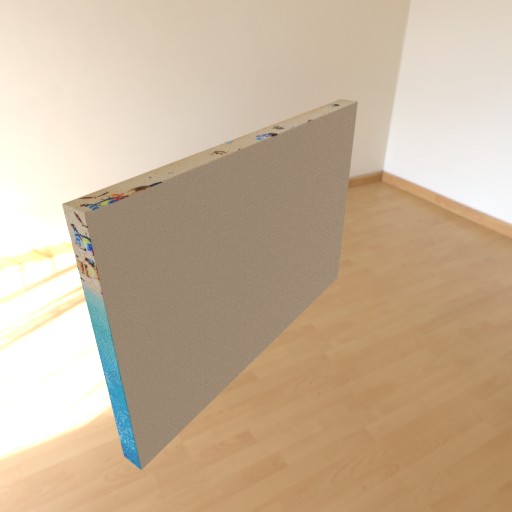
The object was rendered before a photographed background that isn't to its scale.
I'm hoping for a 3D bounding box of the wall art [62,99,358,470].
[{"bbox_3d":[0.000,0.000,1.099,0.057,0.595,0.894,21,37,30],"label":"wall art"}]
